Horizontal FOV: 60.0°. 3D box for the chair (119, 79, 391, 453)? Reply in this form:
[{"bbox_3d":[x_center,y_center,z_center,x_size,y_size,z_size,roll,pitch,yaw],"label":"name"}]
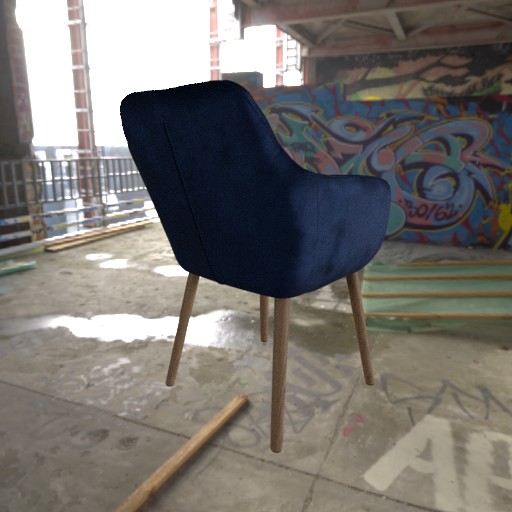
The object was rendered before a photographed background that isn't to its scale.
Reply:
[{"bbox_3d":[0.000,0.000,1.214,0.578,0.826,0.573,13,19,42],"label":"chair"}]
